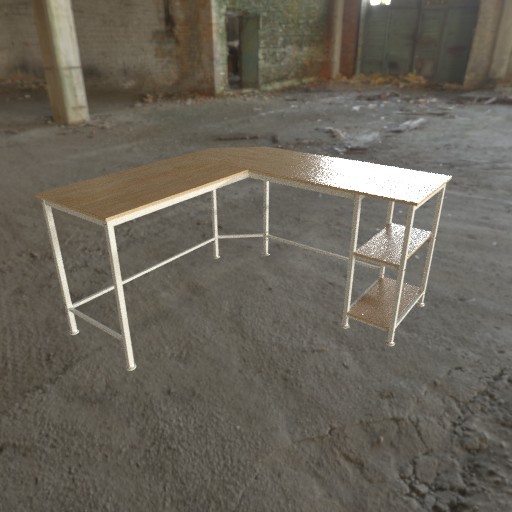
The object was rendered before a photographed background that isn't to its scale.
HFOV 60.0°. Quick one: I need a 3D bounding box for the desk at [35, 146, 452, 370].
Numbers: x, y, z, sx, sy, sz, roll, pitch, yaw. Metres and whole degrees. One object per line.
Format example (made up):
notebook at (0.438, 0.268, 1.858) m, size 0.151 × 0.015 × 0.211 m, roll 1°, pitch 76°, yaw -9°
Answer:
desk at (0.000, 0.000, 2.222) m, size 1.379 × 0.739 × 1.379 m, roll 18°, pitch 31°, yaw 33°
